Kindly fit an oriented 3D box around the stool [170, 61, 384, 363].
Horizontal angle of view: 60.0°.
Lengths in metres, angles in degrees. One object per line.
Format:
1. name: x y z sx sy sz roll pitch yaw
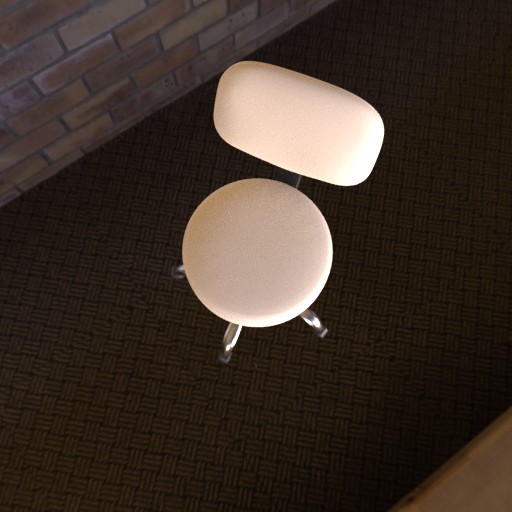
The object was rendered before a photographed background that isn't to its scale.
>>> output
1. stool: 0.000 0.000 1.242 0.609 0.810 0.616 22 77 5
